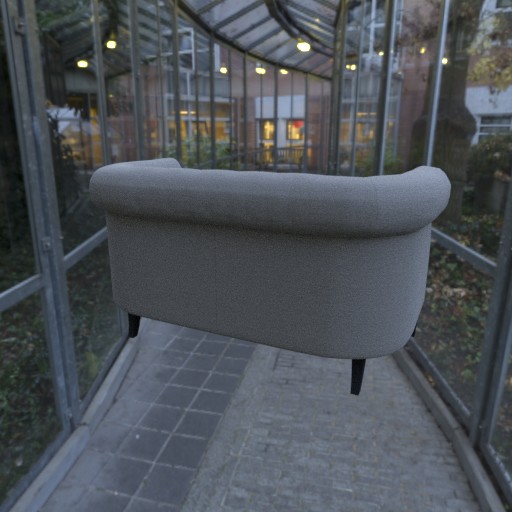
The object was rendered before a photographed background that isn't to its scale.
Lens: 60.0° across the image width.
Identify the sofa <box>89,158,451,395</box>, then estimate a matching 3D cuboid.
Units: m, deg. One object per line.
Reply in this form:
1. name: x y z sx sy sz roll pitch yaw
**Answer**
1. sofa: 0.000 0.000 2.037 1.558 0.827 0.835 8 17 25
